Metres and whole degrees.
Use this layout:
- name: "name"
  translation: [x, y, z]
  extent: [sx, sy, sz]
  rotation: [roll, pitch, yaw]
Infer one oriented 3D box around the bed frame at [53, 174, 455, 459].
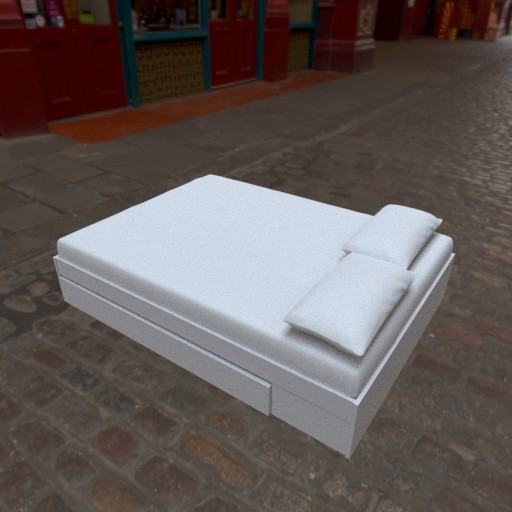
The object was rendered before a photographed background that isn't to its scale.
- name: "bed frame"
  translation: [0.000, 0.000, 2.672]
  extent: [1.950, 0.629, 1.450]
  rotation: [20, 35, 30]
